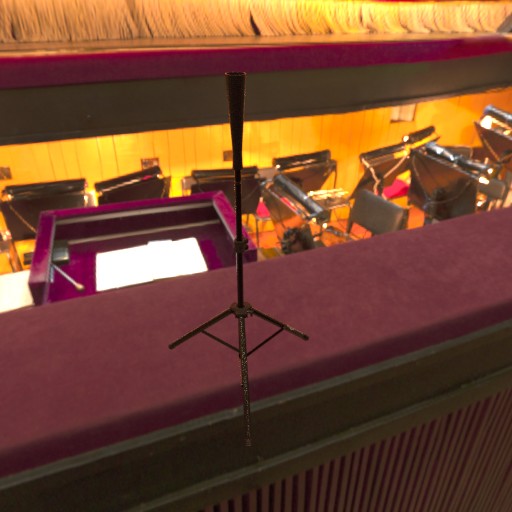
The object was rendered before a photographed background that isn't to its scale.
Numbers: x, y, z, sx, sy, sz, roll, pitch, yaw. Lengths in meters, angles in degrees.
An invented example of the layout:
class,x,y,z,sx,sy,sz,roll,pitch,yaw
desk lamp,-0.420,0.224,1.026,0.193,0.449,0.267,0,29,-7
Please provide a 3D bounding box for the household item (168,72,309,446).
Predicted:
class,x,y,z,sx,sy,sz,roll,pitch,yaw
household item,0.000,0.000,1.394,0.559,1.067,0.559,-11,33,-17
